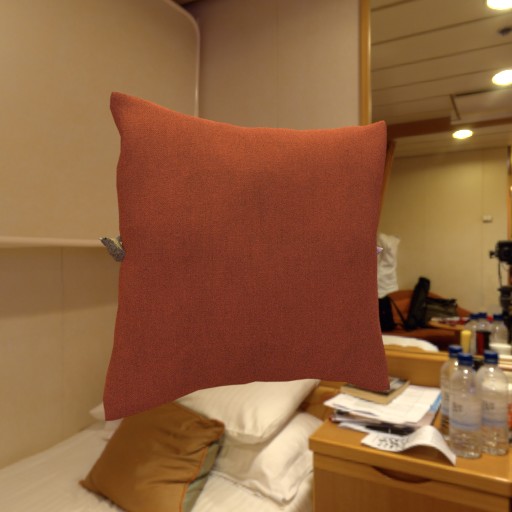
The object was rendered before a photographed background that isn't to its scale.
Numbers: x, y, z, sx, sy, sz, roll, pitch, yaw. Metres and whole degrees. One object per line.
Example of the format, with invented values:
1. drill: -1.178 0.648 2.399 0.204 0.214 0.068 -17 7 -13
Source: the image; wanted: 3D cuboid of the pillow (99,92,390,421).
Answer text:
1. pillow: 0.000 0.000 0.733 0.490 0.482 0.165 0 0 -17
